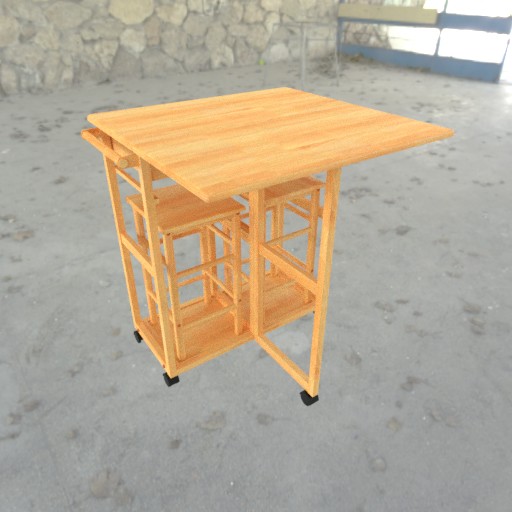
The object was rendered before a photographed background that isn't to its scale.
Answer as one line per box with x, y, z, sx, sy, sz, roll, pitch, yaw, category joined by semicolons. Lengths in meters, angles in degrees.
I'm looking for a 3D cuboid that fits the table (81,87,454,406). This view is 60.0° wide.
0.000;0.000;1.395;0.752;0.832;0.693;-20;36;-29;table
